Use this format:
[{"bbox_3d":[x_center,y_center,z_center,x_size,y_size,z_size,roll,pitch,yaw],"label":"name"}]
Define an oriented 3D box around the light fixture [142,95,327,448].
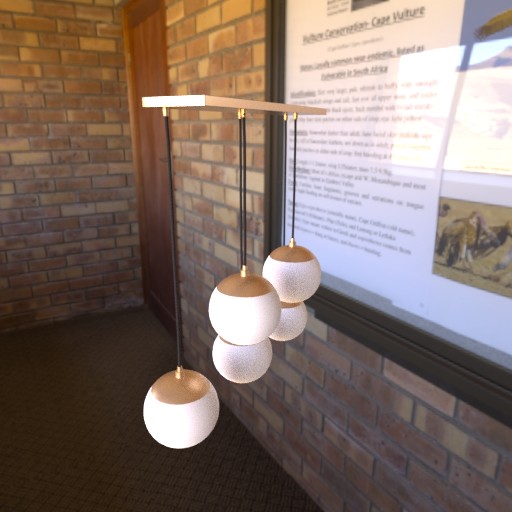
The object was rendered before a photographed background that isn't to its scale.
[{"bbox_3d":[0.000,0.000,1.340,0.299,0.869,0.863,8,18,26],"label":"light fixture"}]
